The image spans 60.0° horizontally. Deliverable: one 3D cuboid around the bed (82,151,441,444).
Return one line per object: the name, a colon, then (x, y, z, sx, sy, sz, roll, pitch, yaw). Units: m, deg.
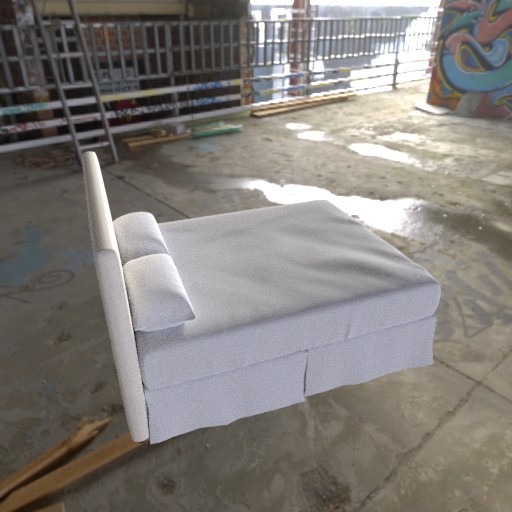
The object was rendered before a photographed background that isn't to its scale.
bed: (0.000, 0.000, 3.220, 2.142, 1.330, 1.713, -11, 31, -18)
